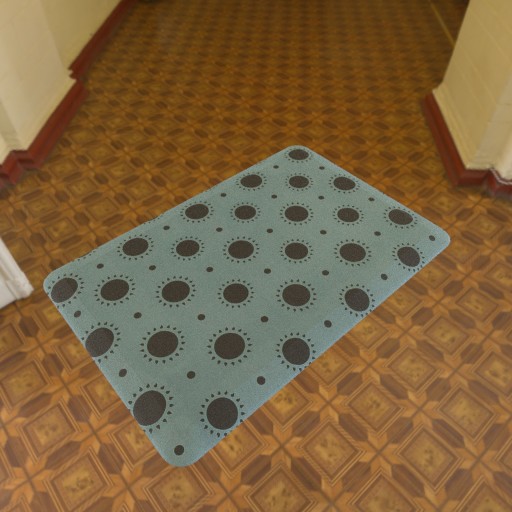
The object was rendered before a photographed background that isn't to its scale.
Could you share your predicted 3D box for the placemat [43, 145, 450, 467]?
[{"bbox_3d":[0.000,0.000,0.955,0.762,0.021,0.508,-33,56,-26],"label":"placemat"}]
